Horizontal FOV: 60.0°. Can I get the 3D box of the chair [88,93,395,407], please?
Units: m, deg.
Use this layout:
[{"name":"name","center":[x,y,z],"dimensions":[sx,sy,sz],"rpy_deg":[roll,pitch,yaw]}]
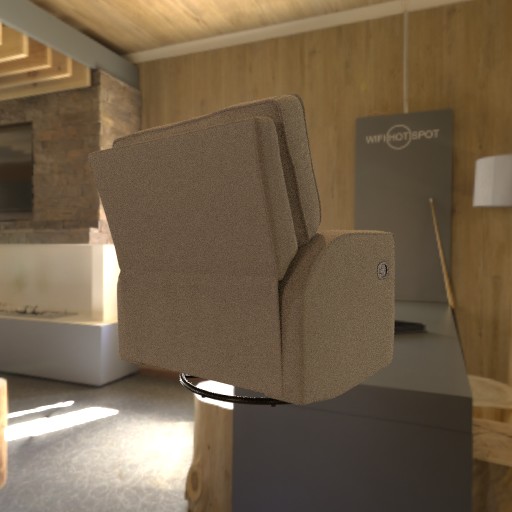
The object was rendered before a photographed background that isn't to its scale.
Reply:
[{"name":"chair","center":[0.000,0.000,1.706],"dimensions":[0.861,0.964,0.969],"rpy_deg":[1,2,37]}]
